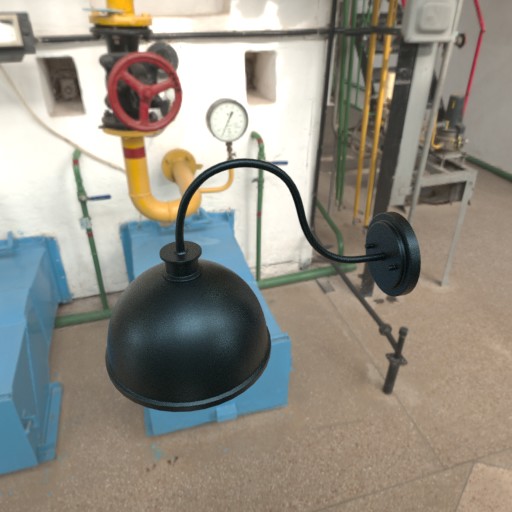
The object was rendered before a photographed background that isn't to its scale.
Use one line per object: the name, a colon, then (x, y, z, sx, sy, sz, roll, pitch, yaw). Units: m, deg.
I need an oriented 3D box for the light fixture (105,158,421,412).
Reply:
light fixture: (0.000, 0.000, 0.642, 0.467, 0.295, 0.253, -8, 32, -14)
